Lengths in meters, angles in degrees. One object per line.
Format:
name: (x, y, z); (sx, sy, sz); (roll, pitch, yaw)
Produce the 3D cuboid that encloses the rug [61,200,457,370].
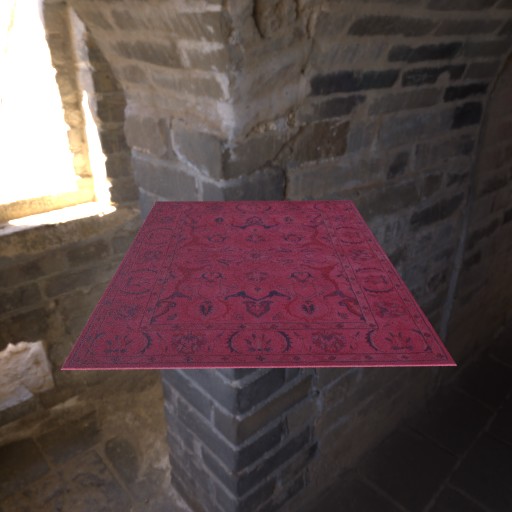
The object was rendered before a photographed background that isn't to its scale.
rug: (0.000, 0.000, 3.885); (2.300, 0.012, 2.929); (0, 26, -1)
